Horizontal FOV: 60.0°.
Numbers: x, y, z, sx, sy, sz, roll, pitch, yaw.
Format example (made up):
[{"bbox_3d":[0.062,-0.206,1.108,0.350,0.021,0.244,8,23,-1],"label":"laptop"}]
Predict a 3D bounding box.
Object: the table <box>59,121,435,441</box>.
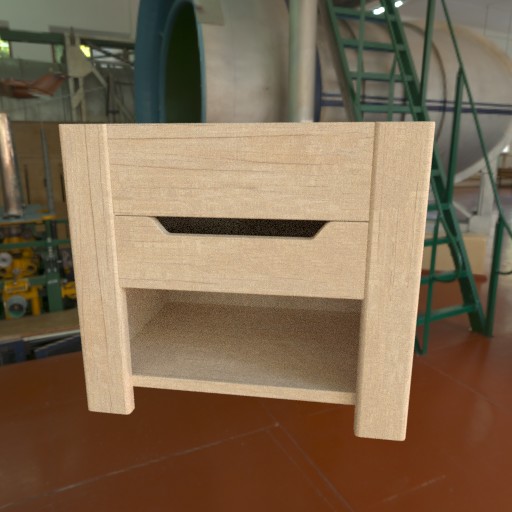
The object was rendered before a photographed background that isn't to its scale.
[{"bbox_3d":[0.000,0.000,0.917,0.570,0.510,0.420,2,14,9],"label":"table"}]
